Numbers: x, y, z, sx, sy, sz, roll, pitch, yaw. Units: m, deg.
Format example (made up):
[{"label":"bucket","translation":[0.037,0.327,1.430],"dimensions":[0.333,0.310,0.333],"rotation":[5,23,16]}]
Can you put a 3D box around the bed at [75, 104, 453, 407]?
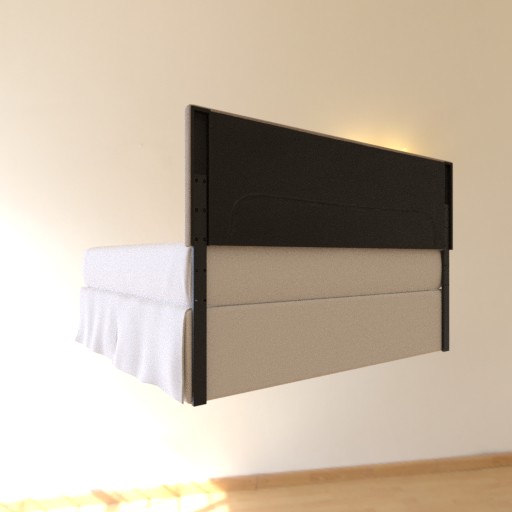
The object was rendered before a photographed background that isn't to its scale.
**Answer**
[{"label":"bed","translation":[0.000,0.000,3.324],"dimensions":[2.170,1.346,1.914],"rotation":[0,0,-36]}]
